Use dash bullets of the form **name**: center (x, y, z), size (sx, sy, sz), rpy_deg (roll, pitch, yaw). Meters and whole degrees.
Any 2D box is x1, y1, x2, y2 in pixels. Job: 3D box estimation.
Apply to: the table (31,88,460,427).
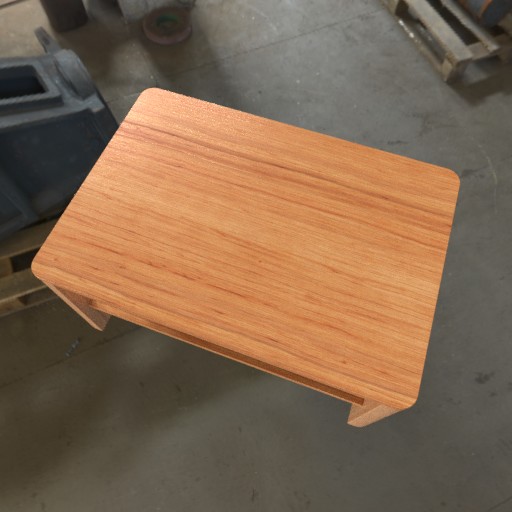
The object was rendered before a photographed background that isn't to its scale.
- **table**: center (0.000, 0.000, 1.393), size (0.997, 0.445, 0.696), rpy_deg (18, 65, 9)
